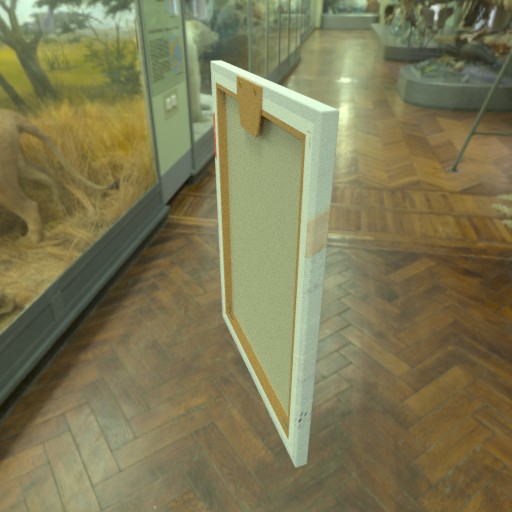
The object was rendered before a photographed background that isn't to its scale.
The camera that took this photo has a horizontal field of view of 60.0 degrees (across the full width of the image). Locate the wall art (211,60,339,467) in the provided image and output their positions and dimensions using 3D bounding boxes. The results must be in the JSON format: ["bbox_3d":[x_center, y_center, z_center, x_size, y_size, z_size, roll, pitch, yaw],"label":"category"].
[{"bbox_3d":[0.000,0.000,1.350,0.045,1.014,0.759,-10,32,-17],"label":"wall art"}]
